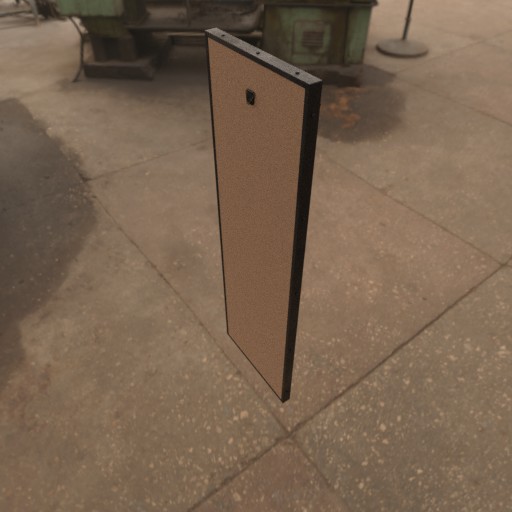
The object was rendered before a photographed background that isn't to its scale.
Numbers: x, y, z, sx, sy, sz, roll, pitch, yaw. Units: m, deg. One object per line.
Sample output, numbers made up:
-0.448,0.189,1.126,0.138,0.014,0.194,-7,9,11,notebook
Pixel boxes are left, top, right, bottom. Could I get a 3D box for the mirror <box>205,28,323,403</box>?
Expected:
0.000,0.000,1.220,0.042,1.080,0.354,-26,49,-25,mirror
